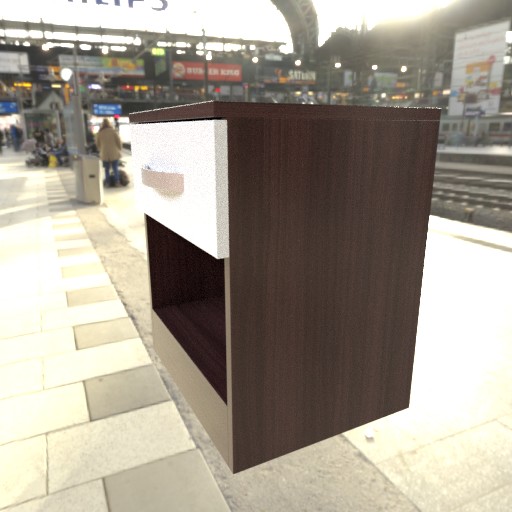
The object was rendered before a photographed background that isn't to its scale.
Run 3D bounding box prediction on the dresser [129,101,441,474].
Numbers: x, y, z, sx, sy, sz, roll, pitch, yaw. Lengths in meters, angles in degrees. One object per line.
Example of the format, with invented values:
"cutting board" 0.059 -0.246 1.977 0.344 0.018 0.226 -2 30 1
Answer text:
"dresser" 0.000 0.000 0.756 0.360 0.470 0.400 -8 18 -26
